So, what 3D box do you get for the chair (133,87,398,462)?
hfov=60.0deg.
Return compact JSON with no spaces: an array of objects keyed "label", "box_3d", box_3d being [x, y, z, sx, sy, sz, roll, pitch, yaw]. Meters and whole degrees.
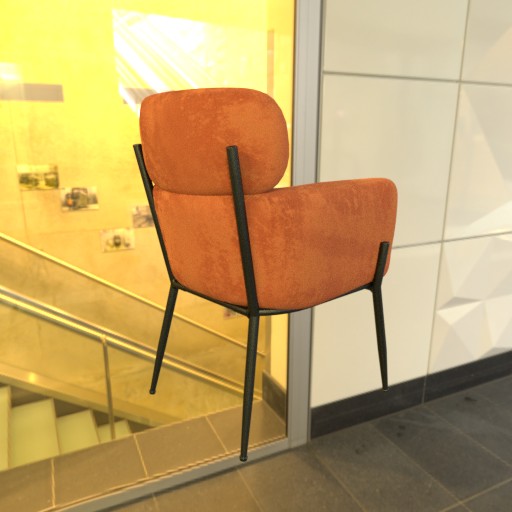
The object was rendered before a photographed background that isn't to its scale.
[{"label":"chair","box_3d":[0.000,0.000,1.142,0.523,0.772,0.561,-14,21,-43]}]
